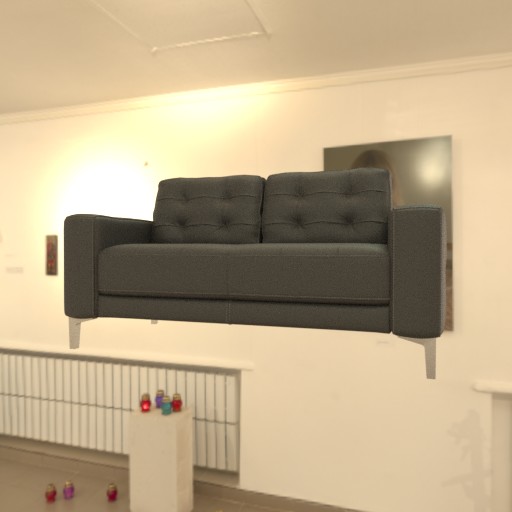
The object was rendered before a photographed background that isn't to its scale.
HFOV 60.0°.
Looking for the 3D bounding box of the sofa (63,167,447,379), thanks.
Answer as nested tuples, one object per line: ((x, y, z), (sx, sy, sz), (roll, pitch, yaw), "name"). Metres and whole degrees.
((0.000, 0.000, 2.250), (1.726, 0.893, 0.833), (0, 1, 18), "sofa")
